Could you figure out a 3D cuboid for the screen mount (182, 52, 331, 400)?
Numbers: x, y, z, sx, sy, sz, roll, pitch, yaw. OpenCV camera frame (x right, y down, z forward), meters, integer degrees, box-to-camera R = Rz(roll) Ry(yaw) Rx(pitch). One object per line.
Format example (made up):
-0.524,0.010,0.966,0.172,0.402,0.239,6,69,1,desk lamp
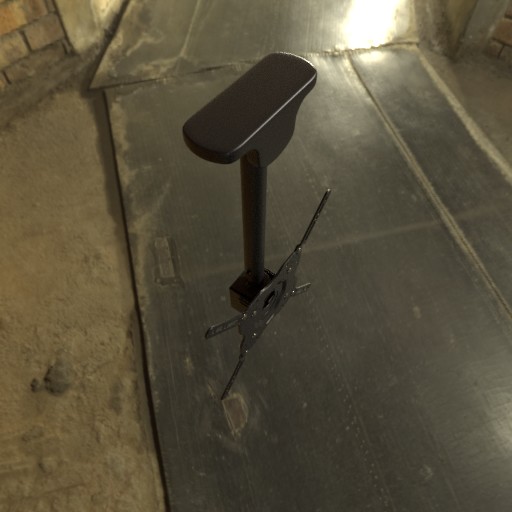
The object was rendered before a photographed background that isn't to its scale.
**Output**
0.000,0.000,0.859,0.090,0.729,0.393,32,63,19,screen mount
